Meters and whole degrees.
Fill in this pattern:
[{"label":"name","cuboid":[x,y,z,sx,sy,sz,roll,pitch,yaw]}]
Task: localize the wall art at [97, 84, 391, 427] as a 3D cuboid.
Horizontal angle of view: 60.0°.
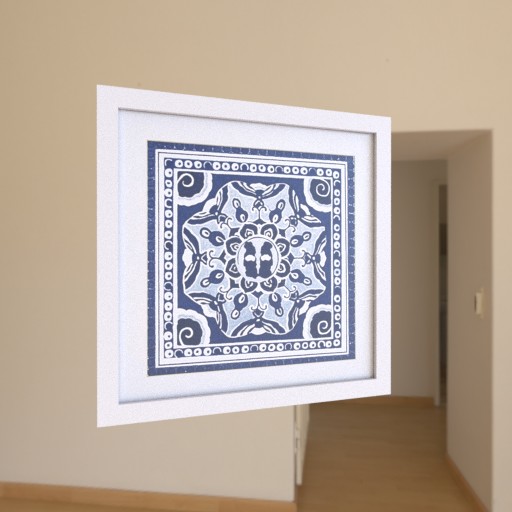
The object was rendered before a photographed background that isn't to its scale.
[{"label":"wall art","cuboid":[0.000,0.000,0.526,0.355,0.355,0.027,0,0,-18]}]
